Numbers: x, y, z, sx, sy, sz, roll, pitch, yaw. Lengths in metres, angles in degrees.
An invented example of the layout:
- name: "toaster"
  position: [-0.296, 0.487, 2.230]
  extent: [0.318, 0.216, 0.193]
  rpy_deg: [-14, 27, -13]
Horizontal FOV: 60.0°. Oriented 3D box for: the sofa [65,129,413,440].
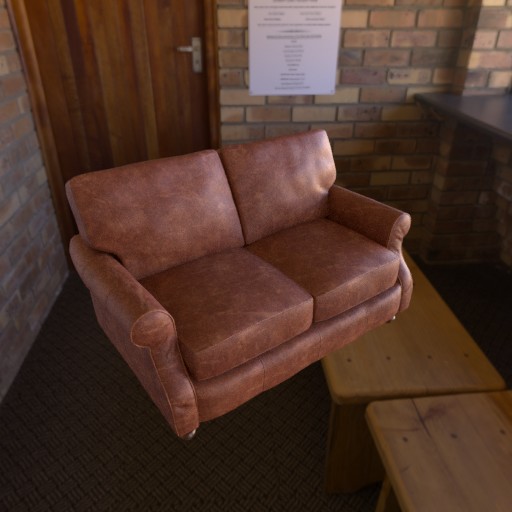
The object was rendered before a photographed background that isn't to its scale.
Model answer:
- name: "sofa"
  position: [0.000, 0.000, 2.250]
  extent: [1.616, 0.967, 0.990]
  rpy_deg: [-20, 35, -32]
